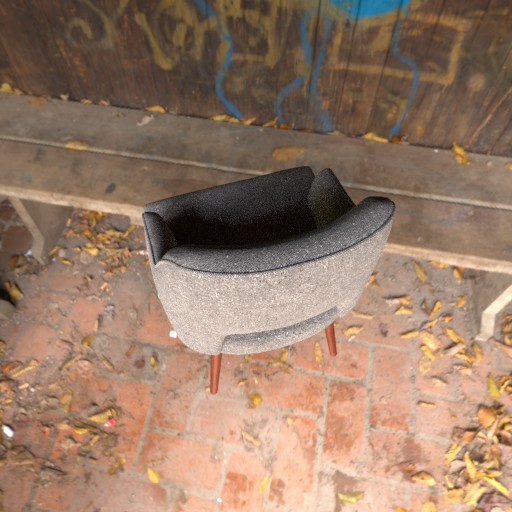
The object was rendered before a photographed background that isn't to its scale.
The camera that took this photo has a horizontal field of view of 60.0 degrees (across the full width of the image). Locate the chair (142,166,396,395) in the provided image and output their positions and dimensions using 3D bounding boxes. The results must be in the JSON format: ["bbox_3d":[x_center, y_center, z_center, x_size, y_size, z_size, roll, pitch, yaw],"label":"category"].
[{"bbox_3d":[0.000,0.000,1.319,0.608,0.875,0.629,-15,59,-9],"label":"chair"}]
